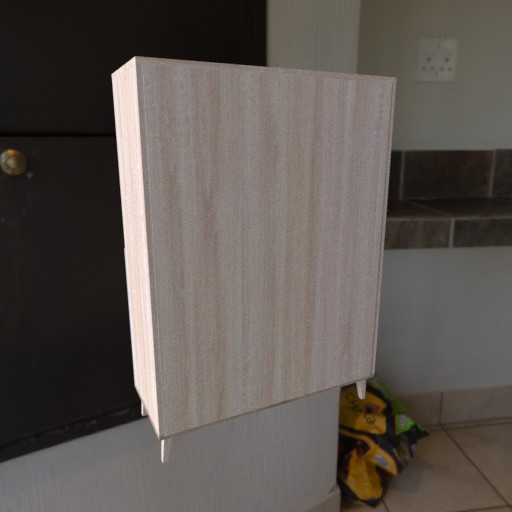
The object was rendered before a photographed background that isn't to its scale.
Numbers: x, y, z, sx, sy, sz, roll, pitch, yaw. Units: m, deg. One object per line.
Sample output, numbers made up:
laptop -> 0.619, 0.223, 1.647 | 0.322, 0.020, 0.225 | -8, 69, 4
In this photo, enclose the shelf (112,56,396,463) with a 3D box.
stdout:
shelf -> 0.000, 0.000, 1.853 | 0.995, 1.405, 0.434 | -7, 16, -26
